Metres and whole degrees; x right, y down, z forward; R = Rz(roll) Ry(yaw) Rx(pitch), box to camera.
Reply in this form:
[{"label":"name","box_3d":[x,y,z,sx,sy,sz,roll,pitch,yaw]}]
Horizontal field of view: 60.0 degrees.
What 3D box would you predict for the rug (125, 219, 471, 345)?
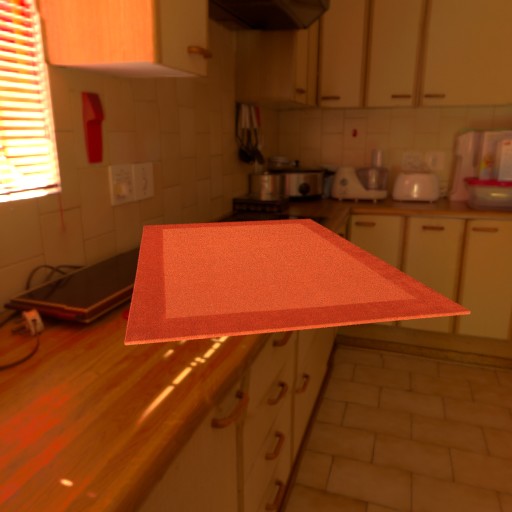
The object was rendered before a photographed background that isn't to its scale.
[{"label":"rug","box_3d":[0.000,0.000,2.359,1.219,0.014,1.829,-3,16,-11]}]
